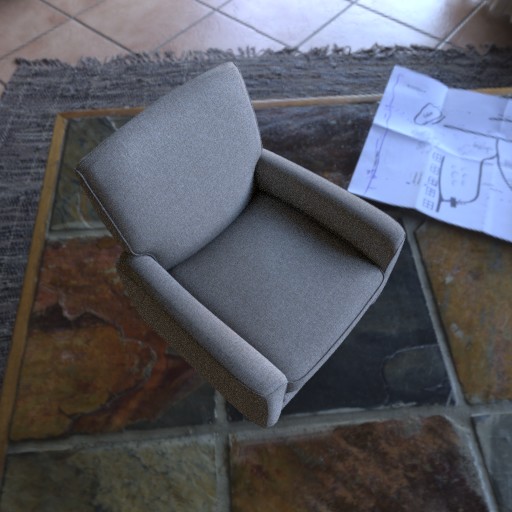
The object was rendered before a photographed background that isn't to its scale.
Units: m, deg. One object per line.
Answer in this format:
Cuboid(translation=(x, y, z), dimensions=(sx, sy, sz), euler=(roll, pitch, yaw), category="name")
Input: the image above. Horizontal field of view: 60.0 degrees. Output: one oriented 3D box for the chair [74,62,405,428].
Cuboid(translation=(0.000, 0.000, 1.674), dimensions=(0.864, 1.014, 0.848), euler=(37, 65, 20), category="chair")
